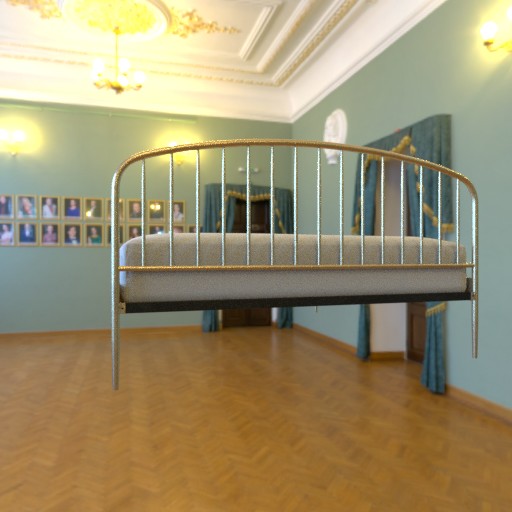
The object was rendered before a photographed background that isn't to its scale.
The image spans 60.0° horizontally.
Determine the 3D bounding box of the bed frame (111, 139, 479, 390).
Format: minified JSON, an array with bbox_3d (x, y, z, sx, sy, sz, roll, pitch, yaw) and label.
[{"bbox_3d":[0.000,0.000,3.267,2.016,1.174,2.152,0,0,-18],"label":"bed frame"}]
